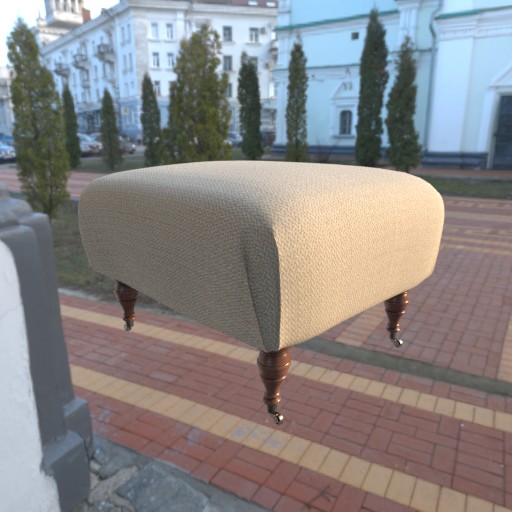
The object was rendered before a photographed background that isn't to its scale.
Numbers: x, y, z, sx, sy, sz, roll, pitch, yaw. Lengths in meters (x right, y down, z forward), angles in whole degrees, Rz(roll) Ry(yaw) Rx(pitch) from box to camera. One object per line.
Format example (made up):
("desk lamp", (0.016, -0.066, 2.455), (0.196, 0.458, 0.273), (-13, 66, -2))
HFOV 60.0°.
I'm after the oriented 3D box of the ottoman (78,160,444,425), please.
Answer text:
("ottoman", (0.000, 0.000, 1.074), (0.622, 0.447, 0.684), (-14, 21, -42))
